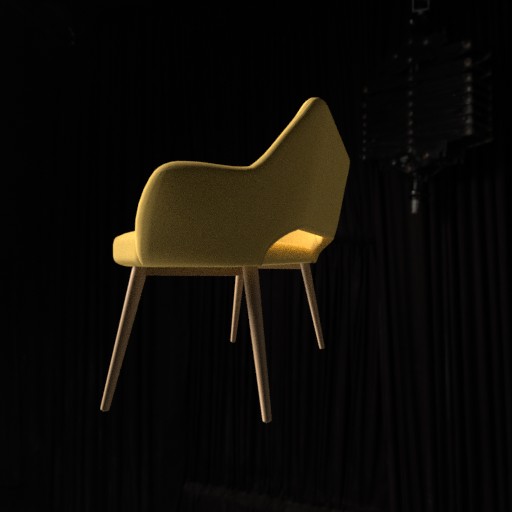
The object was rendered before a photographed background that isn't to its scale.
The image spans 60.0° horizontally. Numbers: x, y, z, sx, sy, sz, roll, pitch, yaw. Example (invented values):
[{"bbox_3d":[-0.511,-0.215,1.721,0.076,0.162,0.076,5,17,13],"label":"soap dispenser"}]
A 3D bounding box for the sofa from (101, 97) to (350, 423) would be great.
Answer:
[{"bbox_3d":[0.000,0.000,1.605,0.610,0.840,1.150,0,0,17],"label":"sofa"}]
